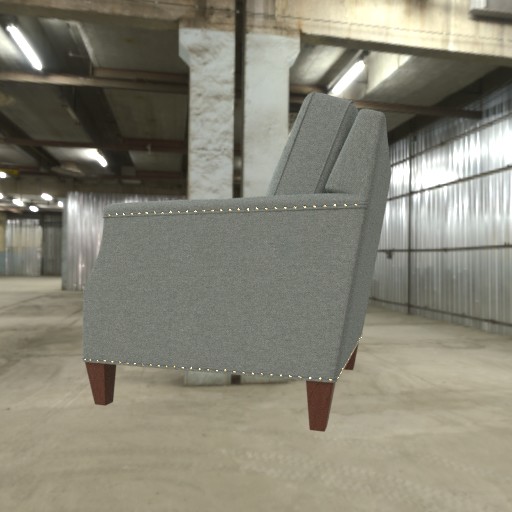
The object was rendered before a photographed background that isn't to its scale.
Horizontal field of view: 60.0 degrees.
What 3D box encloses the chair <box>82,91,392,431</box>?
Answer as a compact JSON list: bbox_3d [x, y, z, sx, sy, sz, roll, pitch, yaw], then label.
[{"bbox_3d":[0.000,0.000,1.782,1.031,1.031,0.885,0,-1,18],"label":"chair"}]
